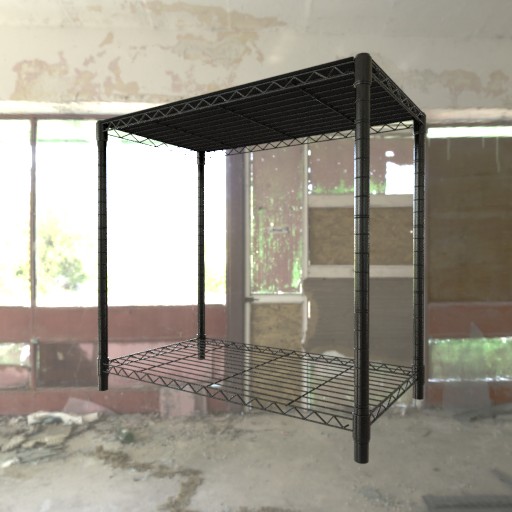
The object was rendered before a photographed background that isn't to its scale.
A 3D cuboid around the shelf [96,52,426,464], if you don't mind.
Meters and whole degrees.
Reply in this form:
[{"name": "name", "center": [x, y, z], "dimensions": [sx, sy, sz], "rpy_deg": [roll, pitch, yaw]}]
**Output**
[{"name": "shelf", "center": [0.000, 0.000, 0.903], "dimensions": [0.589, 0.564, 0.338], "rpy_deg": [1, 1, 34]}]
